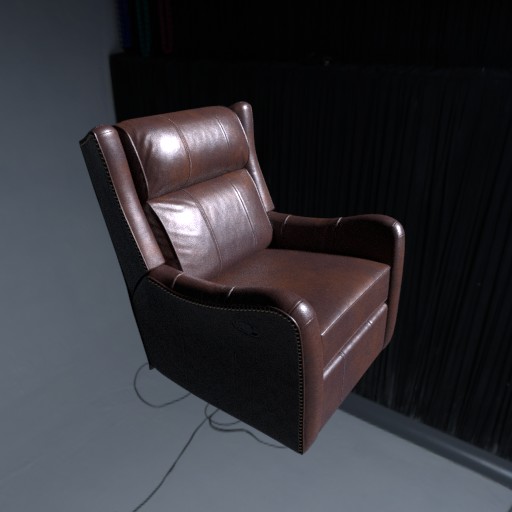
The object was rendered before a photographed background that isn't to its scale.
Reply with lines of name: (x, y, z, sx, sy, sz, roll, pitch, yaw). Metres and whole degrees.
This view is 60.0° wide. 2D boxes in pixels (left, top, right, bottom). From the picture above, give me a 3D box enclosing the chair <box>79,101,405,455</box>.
chair: (0.000, 0.000, 1.828, 1.008, 1.084, 0.869, 18, 31, 32)
